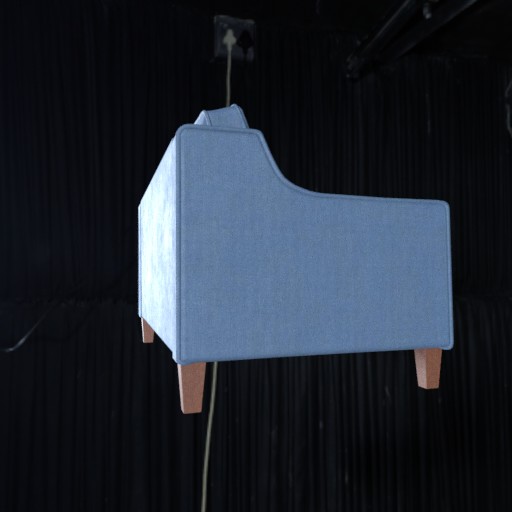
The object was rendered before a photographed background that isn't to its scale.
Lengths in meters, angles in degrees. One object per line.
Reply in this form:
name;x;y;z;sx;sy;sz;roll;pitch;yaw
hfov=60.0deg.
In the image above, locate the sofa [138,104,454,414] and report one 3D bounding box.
sofa;0.000;0.000;2.108;0.987;0.971;1.501;1;-2;-19
